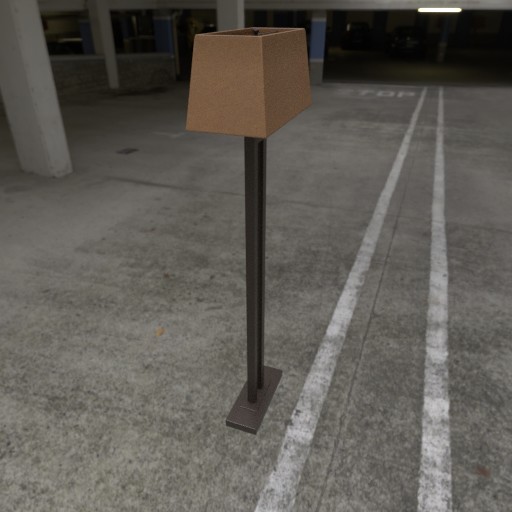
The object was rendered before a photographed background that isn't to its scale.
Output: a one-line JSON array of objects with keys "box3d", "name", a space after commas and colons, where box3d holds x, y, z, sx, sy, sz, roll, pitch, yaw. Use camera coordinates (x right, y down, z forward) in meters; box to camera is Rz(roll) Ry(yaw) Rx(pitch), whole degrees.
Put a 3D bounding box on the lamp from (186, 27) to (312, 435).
[{"box3d": [0.000, 0.000, 1.614, 0.233, 1.469, 0.475, 10, 31, 18], "name": "lamp"}]
